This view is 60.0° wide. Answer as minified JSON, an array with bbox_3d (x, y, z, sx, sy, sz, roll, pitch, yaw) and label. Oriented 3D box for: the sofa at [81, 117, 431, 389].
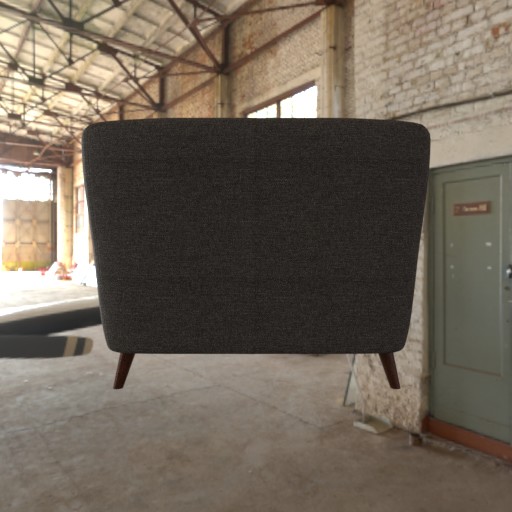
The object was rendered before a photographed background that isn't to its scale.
[{"bbox_3d":[0.000,0.000,2.010,1.358,1.028,0.874,0,1,0],"label":"sofa"}]
